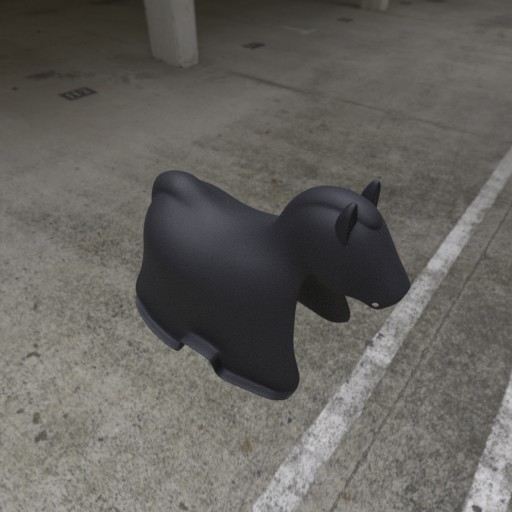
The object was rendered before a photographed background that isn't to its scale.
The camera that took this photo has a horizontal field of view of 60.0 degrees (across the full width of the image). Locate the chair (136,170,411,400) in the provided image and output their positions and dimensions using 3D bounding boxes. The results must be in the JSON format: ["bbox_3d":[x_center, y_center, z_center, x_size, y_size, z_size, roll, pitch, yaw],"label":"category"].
[{"bbox_3d":[0.000,0.000,1.186,0.800,0.612,0.429,26,47,27],"label":"chair"}]
